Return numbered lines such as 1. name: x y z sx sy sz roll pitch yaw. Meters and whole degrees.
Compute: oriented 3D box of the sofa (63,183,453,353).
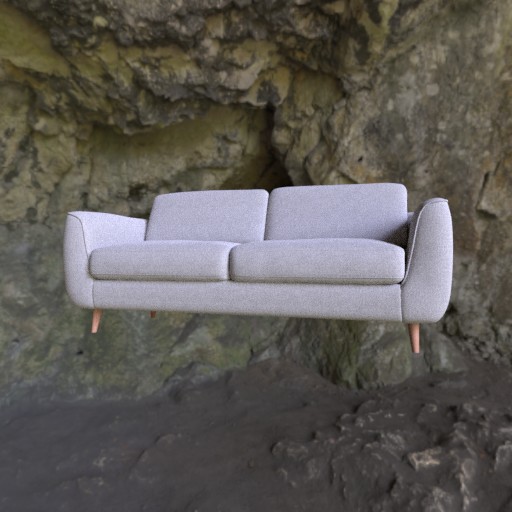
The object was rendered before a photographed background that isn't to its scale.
1. sofa: 0.000 0.000 2.509 2.000 0.850 0.920 0 0 18
